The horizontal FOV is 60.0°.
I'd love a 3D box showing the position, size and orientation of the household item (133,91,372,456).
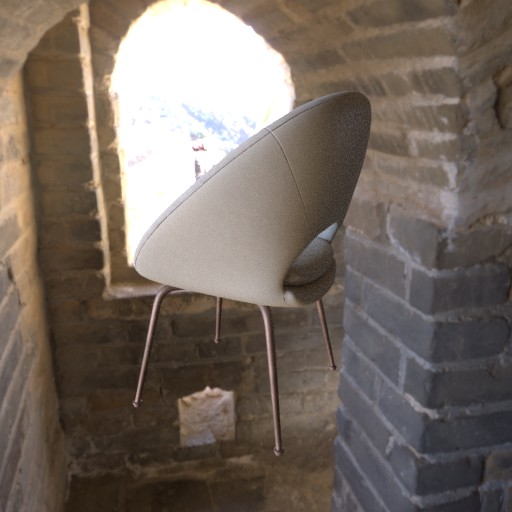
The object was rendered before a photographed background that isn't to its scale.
[{"bbox_3d":[0.000,0.000,1.252,0.573,0.852,0.623,8,18,25],"label":"household item"}]
